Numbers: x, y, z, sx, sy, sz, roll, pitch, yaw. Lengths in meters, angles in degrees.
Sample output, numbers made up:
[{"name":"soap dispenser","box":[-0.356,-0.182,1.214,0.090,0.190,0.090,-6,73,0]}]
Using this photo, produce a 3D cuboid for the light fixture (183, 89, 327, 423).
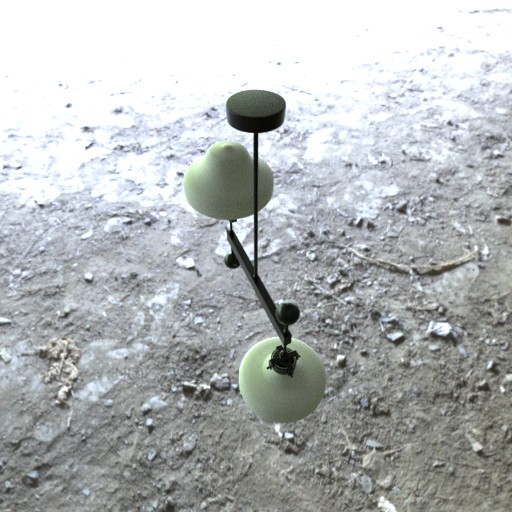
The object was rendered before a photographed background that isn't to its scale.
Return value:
[{"name":"light fixture","box":[0.000,0.000,1.016,0.489,0.743,0.422,23,50,21]}]
